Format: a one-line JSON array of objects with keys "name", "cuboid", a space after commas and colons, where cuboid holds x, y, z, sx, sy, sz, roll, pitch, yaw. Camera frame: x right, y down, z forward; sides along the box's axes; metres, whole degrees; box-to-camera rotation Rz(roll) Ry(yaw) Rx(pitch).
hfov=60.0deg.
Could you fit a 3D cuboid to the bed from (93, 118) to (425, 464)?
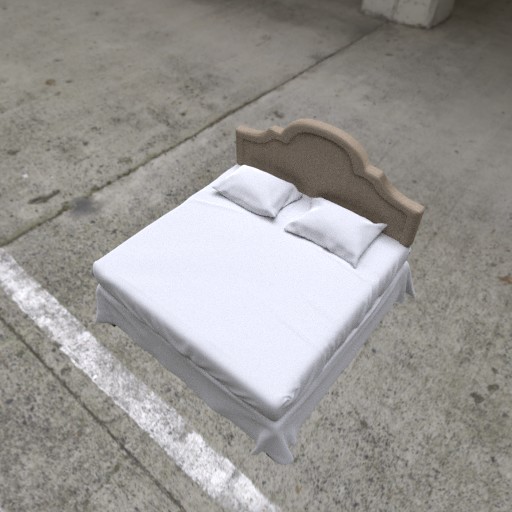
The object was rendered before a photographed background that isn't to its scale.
[{"name": "bed", "cuboid": [0.000, 0.000, 3.776, 2.303, 1.631, 2.222, 31, 54, 26]}]
